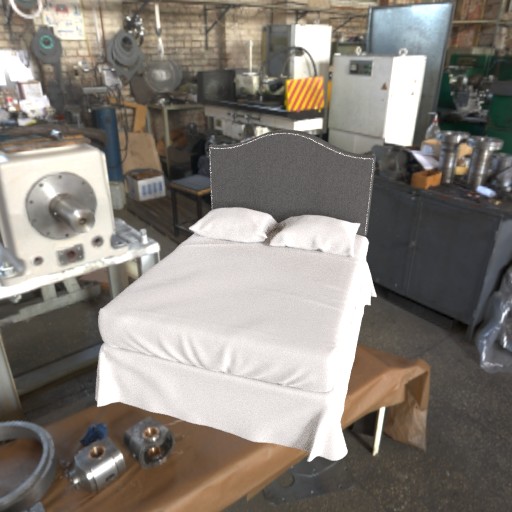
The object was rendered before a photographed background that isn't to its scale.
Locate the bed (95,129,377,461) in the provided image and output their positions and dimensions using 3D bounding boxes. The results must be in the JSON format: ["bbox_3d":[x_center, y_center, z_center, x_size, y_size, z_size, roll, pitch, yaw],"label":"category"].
[{"bbox_3d":[0.000,0.000,3.515,1.876,1.645,2.221,8,26,17],"label":"bed"}]
